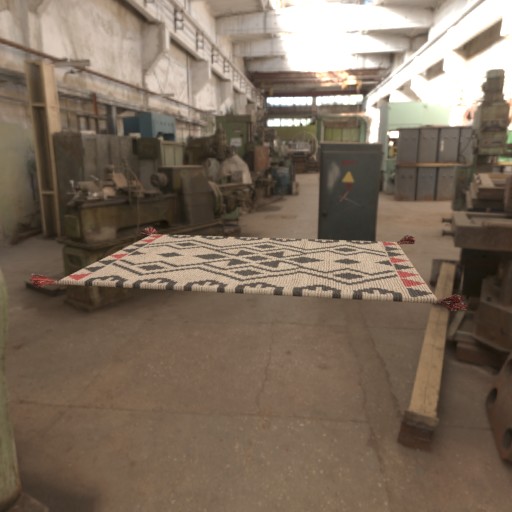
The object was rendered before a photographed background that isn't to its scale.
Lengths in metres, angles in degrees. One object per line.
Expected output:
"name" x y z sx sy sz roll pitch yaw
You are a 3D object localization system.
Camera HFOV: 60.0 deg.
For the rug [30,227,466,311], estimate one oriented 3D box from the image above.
"rug" 0.000 0.000 2.677 2.069 0.067 1.444 2 14 9
